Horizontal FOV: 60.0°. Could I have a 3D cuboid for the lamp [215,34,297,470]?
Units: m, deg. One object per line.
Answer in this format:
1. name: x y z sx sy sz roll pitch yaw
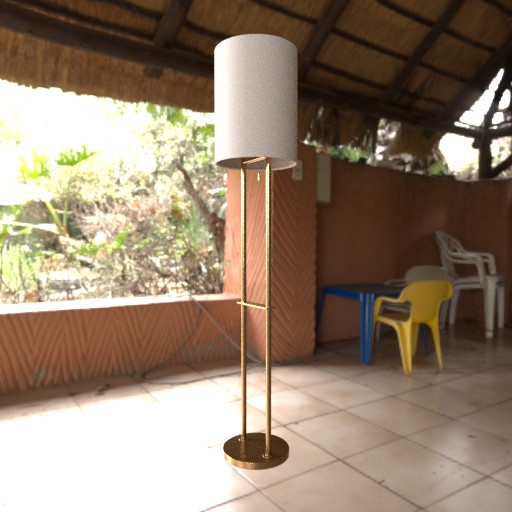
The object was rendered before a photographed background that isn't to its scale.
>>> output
1. lamp: 0.000 0.000 1.661 0.305 1.500 0.306 -1 2 -34
